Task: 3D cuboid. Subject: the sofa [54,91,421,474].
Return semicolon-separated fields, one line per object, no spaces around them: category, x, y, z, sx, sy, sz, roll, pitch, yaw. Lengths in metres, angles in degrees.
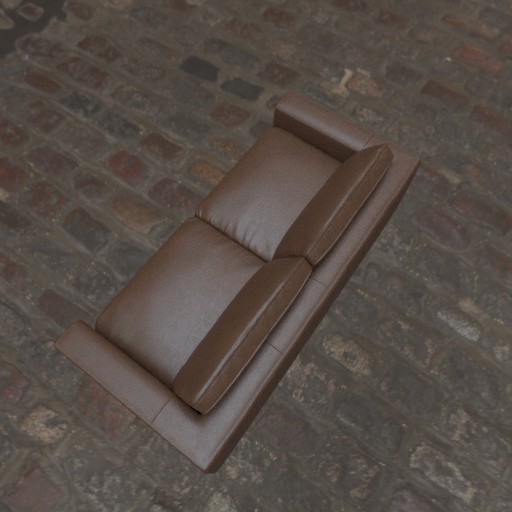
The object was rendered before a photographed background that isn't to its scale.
sofa;0.000;0.000;2.745;1.070;0.801;2.262;33;69;15
